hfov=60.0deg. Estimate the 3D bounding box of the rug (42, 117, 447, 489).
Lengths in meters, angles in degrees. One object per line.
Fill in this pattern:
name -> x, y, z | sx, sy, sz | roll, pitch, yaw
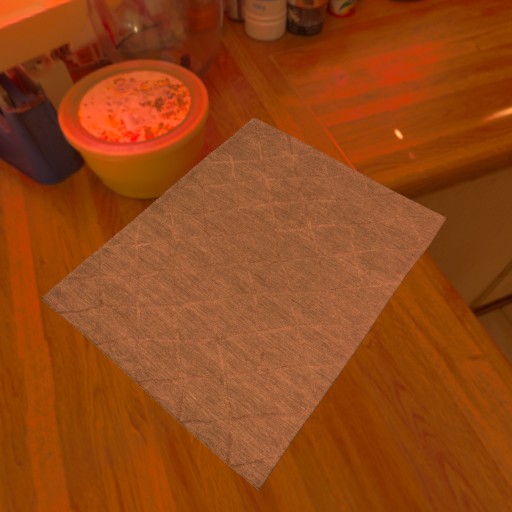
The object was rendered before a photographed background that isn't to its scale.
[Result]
rug -> 0.000, 0.000, 4.122 | 2.438, 0.013, 3.048 | 33, 63, 20
